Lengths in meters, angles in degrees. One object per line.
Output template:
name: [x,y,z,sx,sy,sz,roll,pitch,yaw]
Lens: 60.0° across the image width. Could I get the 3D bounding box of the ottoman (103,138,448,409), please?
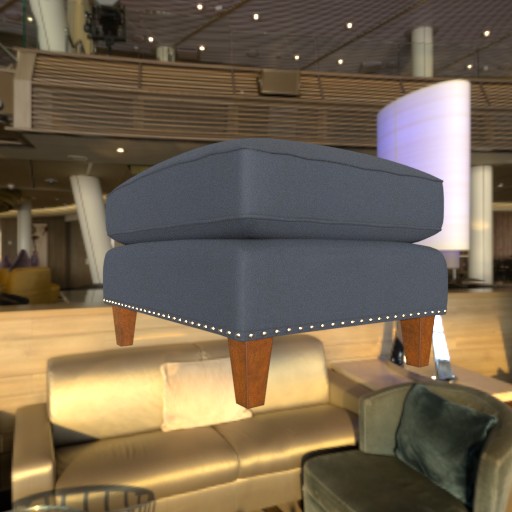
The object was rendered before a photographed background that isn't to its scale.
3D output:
ottoman: [0.000,0.000,1.160,0.584,0.513,0.741,0,0,-36]
